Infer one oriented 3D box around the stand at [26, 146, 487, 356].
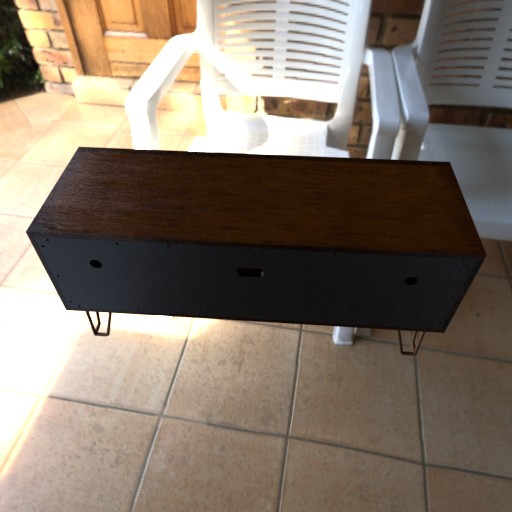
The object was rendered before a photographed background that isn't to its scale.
[{"bbox_3d":[0.000,0.000,1.700,1.372,0.610,0.481,3,47,3],"label":"stand"}]
